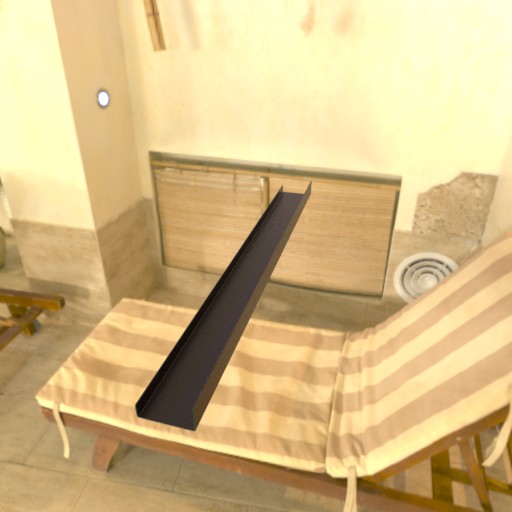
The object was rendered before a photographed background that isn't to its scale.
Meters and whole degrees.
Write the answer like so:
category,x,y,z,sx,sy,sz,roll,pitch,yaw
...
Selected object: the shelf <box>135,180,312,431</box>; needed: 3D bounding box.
category,x,y,z,sx,sy,sz,roll,pitch,yaw
shelf,0.000,0.000,1.004,0.092,0.049,0.924,8,30,14
